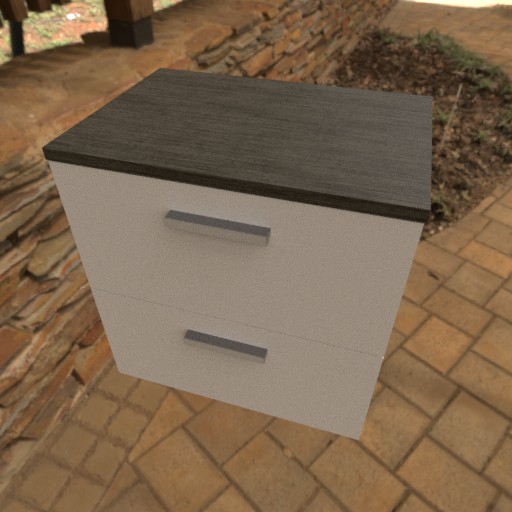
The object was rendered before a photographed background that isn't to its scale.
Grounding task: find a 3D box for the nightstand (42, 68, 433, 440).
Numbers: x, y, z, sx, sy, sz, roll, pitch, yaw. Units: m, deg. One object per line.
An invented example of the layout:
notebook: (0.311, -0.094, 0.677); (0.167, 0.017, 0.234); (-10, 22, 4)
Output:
nightstand: (0.000, 0.000, 0.730); (0.441, 0.460, 0.325); (11, 41, 13)
